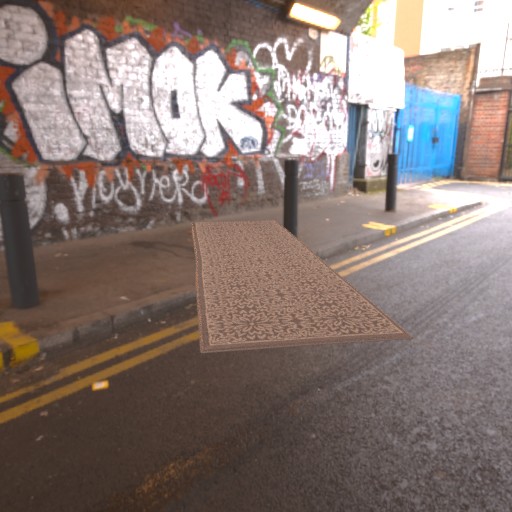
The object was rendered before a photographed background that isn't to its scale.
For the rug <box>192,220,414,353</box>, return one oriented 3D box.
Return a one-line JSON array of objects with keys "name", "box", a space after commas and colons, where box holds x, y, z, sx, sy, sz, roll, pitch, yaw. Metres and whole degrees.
[{"name": "rug", "box": [0.000, 0.000, 2.384, 0.662, 0.011, 2.196, -2, 14, -8]}]
